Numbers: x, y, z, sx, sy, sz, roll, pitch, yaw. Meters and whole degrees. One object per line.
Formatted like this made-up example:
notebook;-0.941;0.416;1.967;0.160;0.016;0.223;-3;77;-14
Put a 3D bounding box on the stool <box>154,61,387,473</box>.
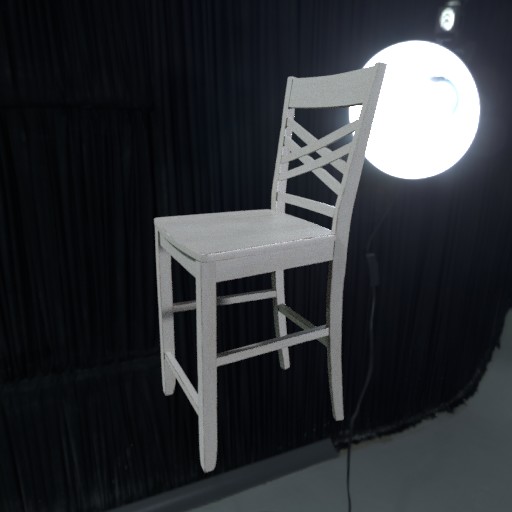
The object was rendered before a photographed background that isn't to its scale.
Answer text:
stool;0.000;0.000;1.360;0.539;1.079;0.462;-8;19;-25
